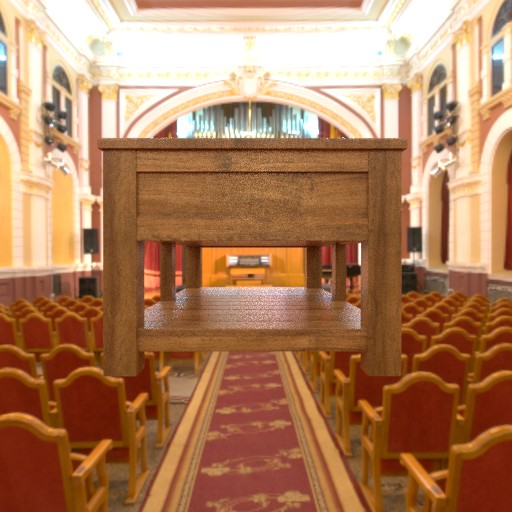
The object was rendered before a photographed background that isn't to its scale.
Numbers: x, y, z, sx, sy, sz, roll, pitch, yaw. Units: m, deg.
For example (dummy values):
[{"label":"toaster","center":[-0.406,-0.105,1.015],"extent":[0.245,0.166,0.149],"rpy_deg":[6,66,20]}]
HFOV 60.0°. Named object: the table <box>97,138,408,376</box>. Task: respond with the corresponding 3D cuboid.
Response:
[{"label":"table","center":[0.000,0.000,1.460],"extent":[0.635,0.480,1.150],"rpy_deg":[0,0,0]}]
